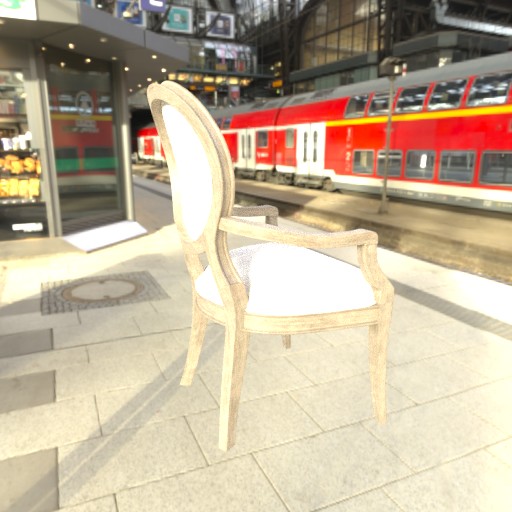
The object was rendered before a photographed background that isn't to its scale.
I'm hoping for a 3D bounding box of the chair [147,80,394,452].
[{"bbox_3d":[0.000,0.000,1.381,0.602,0.991,0.611,-7,16,-25],"label":"chair"}]
